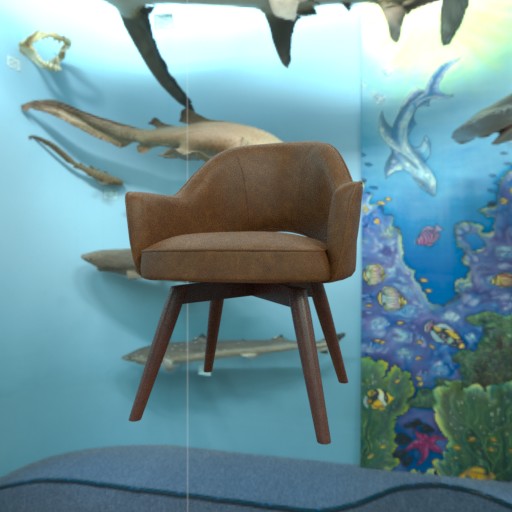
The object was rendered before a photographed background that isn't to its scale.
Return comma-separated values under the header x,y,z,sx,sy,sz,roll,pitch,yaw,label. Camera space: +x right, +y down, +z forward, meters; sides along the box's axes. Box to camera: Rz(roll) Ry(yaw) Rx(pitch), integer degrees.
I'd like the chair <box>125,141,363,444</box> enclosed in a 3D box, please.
x,y,z,sx,sy,sz,roll,pitch,yaw,label
0.000,0.000,1.231,0.591,0.777,0.640,0,0,16,chair
